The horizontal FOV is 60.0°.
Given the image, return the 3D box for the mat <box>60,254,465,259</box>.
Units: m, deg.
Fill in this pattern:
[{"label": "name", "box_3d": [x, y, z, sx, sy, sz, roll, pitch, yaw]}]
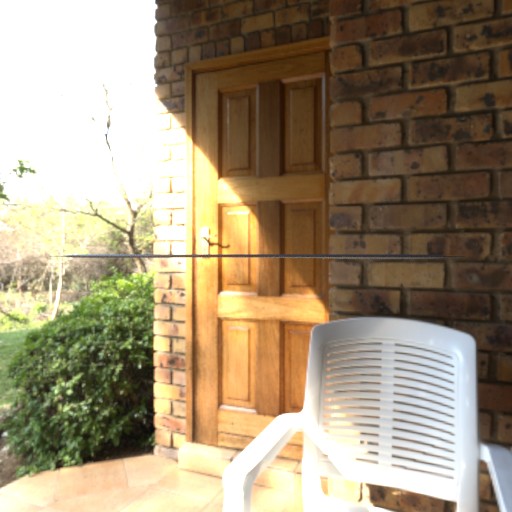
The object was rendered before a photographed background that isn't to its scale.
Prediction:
[{"label": "mat", "box_3d": [0.000, 0.000, 1.840, 1.524, 0.013, 0.913, 0, 0, 17]}]
